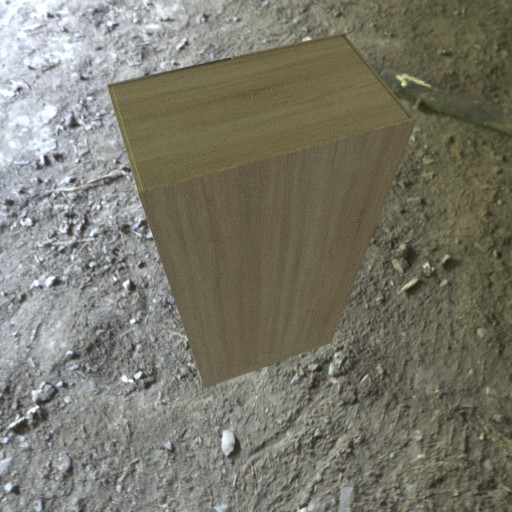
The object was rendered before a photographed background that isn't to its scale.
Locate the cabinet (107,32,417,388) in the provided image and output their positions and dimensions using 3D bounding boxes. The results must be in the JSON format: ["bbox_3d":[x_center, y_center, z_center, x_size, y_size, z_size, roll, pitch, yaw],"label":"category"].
[{"bbox_3d":[0.000,0.000,2.515,1.001,2.121,0.590,-17,59,-11],"label":"cabinet"}]
